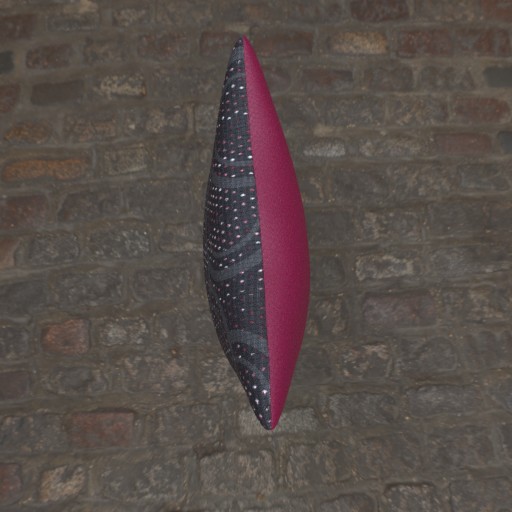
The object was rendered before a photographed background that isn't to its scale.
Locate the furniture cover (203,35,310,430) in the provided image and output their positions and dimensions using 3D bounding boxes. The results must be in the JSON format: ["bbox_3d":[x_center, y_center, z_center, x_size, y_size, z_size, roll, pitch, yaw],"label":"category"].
[{"bbox_3d":[0.000,0.000,0.826,0.193,0.509,0.552,-4,75,-1],"label":"furniture cover"}]
